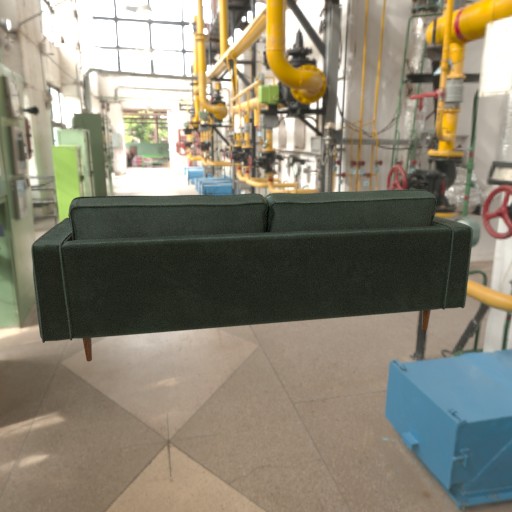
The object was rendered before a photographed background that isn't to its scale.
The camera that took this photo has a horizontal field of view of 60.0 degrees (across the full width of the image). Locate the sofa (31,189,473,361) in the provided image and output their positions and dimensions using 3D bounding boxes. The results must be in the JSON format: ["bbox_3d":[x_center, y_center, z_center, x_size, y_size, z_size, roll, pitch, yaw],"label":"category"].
[{"bbox_3d":[0.000,0.000,2.578,2.214,0.781,0.886,-3,14,-11],"label":"sofa"}]
